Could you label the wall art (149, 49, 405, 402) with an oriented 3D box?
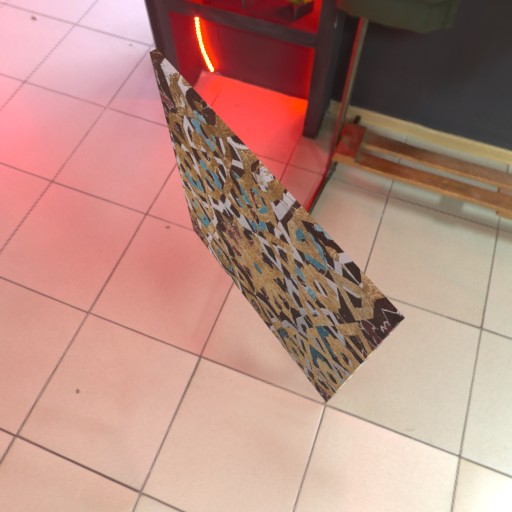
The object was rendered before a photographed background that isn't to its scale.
[{"bbox_3d":[0.000,0.000,0.619,0.010,0.406,0.404,-33,68,-15],"label":"wall art"}]
